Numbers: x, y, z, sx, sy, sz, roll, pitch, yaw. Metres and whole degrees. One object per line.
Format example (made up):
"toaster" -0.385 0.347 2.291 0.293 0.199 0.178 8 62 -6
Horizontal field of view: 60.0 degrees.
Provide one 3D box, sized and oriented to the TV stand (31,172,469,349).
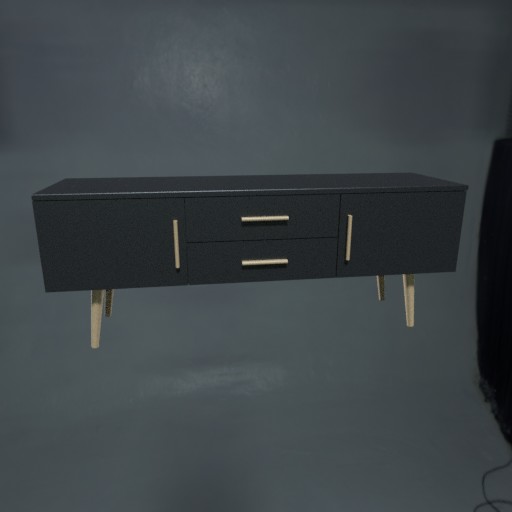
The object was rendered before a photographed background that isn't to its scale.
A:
"TV stand" 0.000 0.000 1.559 1.312 0.518 0.390 -2 17 -8
